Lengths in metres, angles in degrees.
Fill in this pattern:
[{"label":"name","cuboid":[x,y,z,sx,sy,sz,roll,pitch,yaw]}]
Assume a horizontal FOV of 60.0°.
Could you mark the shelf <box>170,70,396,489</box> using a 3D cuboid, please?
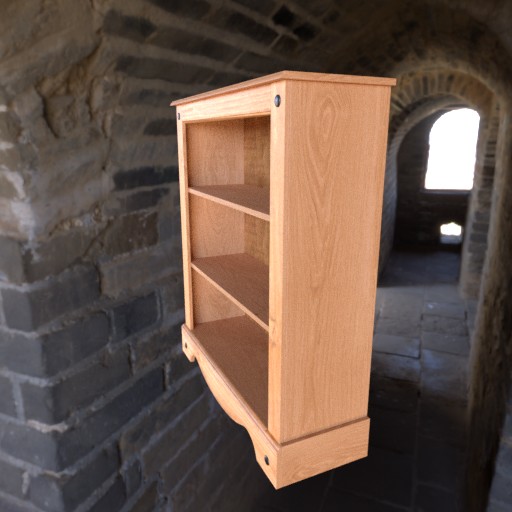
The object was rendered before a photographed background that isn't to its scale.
[{"label":"shelf","cuboid":[0.000,0.000,1.412,0.291,0.980,0.840,-7,16,-24]}]
